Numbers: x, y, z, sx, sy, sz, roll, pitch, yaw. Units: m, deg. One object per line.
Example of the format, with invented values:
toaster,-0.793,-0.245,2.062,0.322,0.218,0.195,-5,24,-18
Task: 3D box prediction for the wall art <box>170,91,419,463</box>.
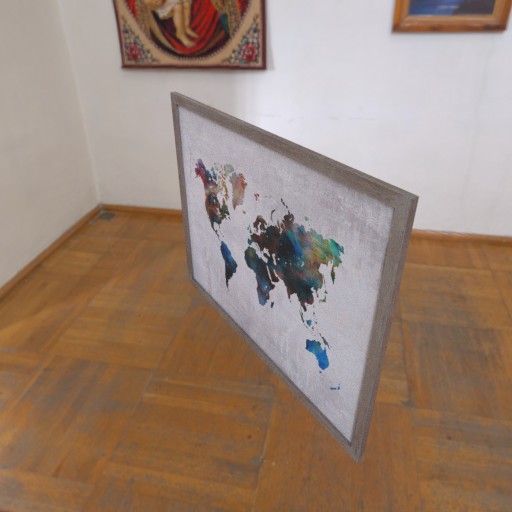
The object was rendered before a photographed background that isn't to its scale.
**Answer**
wall art,0.000,0.000,1.341,0.019,0.774,1.012,-20,37,-28
